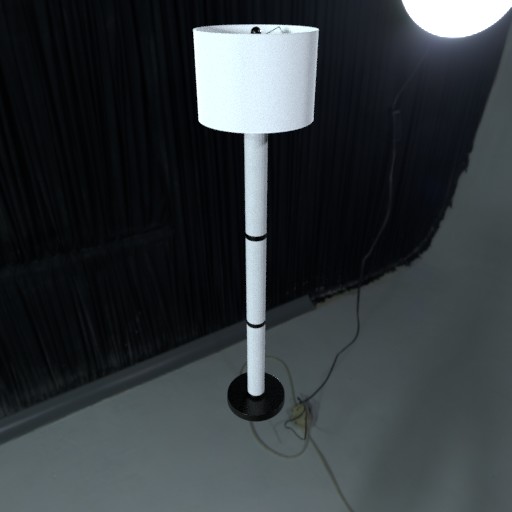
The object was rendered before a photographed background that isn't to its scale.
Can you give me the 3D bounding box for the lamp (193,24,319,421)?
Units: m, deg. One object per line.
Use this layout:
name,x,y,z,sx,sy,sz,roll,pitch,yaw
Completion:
lamp,0.000,0.000,1.736,0.377,1.599,0.377,-20,36,-30
